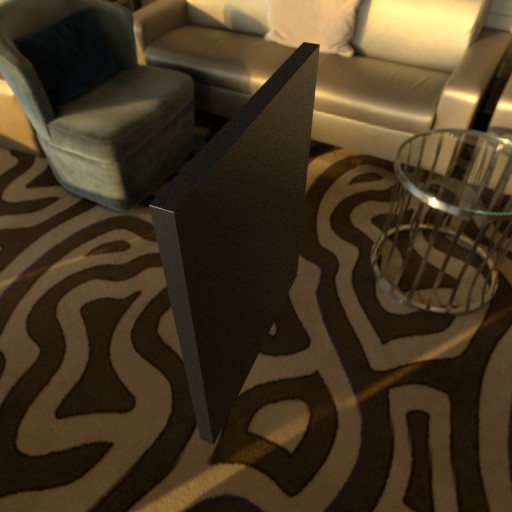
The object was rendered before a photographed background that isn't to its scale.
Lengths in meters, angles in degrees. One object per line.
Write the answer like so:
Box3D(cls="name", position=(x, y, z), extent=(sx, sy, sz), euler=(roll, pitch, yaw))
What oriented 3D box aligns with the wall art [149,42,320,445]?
Box3D(cls="wall art", position=(0.000, 0.000, 0.769), extent=(0.028, 0.557, 0.457), euler=(17, 48, 16))
